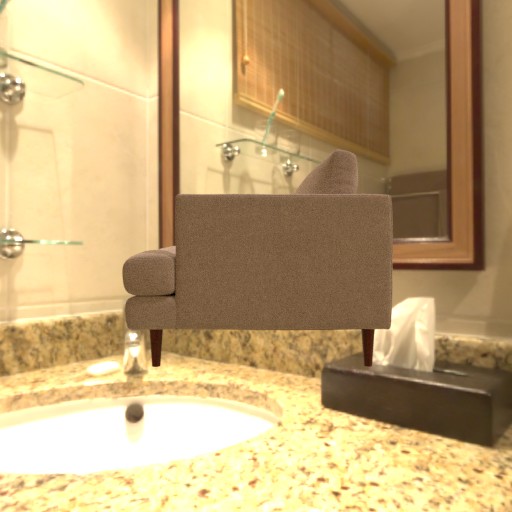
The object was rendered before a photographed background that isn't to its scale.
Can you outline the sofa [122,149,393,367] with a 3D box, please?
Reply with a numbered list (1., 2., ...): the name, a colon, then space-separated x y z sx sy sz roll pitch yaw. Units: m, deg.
1. sofa: 0.000 0.000 2.772 1.020 0.868 2.250 0 0 0
